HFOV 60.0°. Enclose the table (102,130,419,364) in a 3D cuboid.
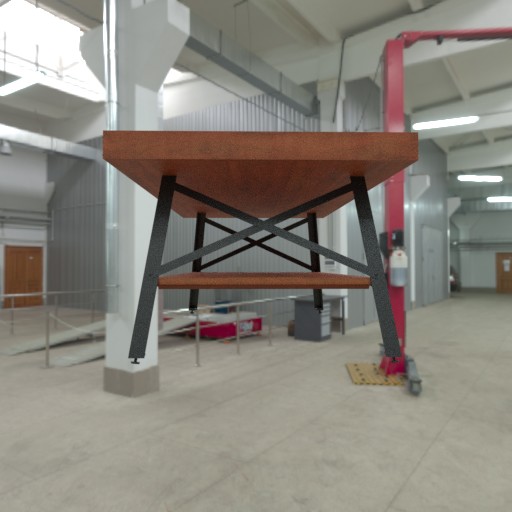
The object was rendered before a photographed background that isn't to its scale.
[{"bbox_3d":[0.000,0.000,1.379,0.610,0.457,1.067,0,-1,-1],"label":"table"}]
